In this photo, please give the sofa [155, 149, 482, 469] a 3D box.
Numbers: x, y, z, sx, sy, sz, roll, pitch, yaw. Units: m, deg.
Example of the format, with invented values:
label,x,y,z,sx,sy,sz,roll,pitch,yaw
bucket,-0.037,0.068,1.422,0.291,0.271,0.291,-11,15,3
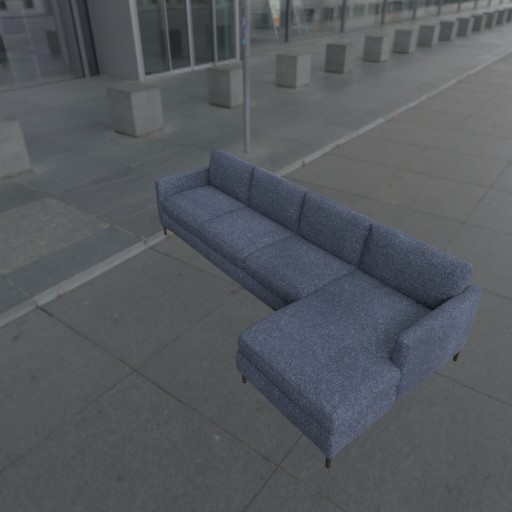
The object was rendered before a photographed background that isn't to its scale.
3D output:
label,x,y,z,sx,sy,sz,roll,pitch,yaw
sofa,0.000,0.000,3.452,1.350,0.810,2.932,-22,38,-32
